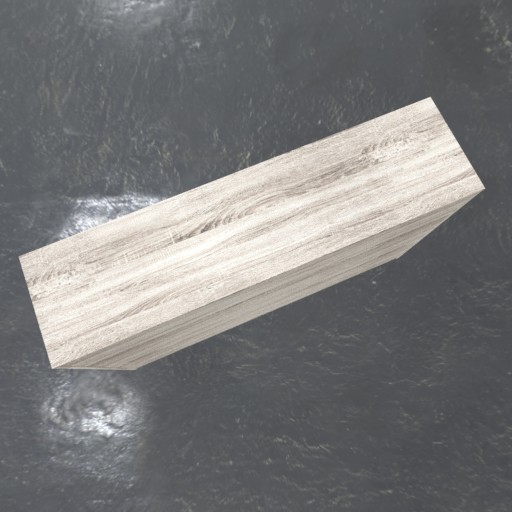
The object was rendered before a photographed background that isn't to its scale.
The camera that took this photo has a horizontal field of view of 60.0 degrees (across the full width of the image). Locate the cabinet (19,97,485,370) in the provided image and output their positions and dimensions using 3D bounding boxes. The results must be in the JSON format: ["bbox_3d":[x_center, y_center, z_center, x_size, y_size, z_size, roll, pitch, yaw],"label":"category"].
[{"bbox_3d":[0.000,0.000,1.841,1.450,0.900,0.380,-22,76,-6],"label":"cabinet"}]
